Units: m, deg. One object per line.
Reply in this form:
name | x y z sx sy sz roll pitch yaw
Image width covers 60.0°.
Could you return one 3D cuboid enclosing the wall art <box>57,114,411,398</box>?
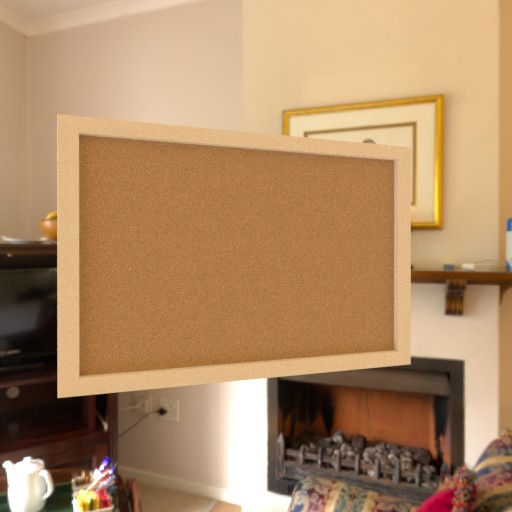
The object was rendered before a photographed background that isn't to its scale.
wall art | 0.000 0.000 1.397 1.144 0.767 0.038 0 0 -19
